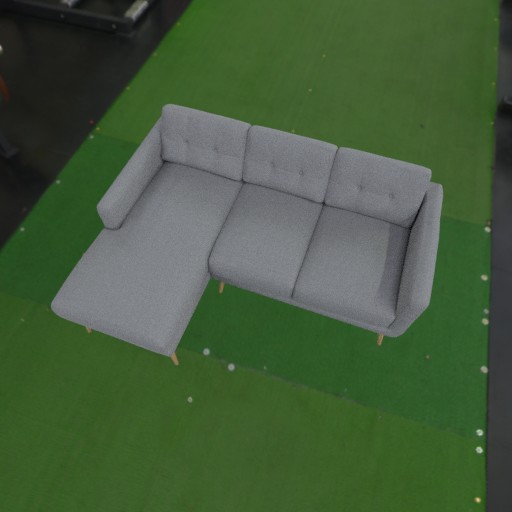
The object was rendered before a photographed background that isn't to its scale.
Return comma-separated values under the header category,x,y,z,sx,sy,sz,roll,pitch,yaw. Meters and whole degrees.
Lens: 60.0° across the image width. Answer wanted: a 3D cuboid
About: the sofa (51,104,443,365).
category,x,y,z,sx,sy,sz,roll,pitch,yaw
sofa,0.000,0.000,2.788,2.040,0.860,1.530,17,59,11
